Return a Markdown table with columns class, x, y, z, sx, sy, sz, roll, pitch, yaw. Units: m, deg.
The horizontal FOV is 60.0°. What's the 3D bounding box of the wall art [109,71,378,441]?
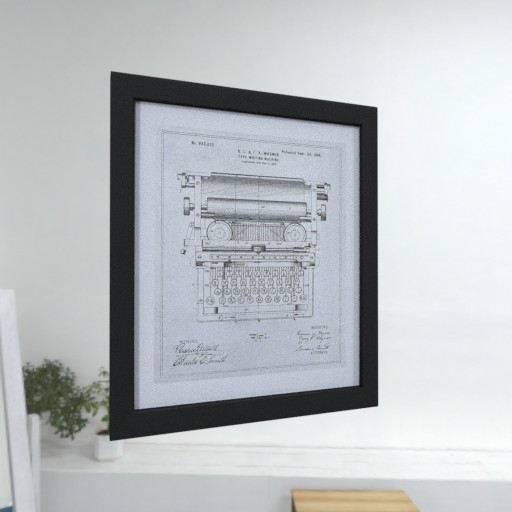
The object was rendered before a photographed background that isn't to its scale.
| class | x | y | z | sx | sy | sz | roll | pitch | yaw |
| --- | --- | --- | --- | --- | --- | --- | --- | --- | --- |
| wall art | 0.000 | 0.000 | 0.689 | 0.432 | 0.508 | 0.021 | 0 | -1 | -20 |
